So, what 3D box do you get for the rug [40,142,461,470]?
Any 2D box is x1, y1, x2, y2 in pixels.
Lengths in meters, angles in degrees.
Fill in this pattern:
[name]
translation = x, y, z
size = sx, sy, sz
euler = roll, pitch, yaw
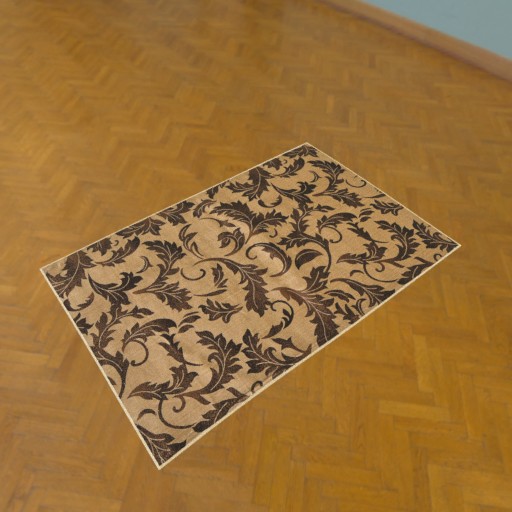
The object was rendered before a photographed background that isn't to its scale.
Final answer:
[rug]
translation = 0.000, 0.000, 2.863
size = 2.284, 0.008, 1.522
euler = -30, 54, -24
